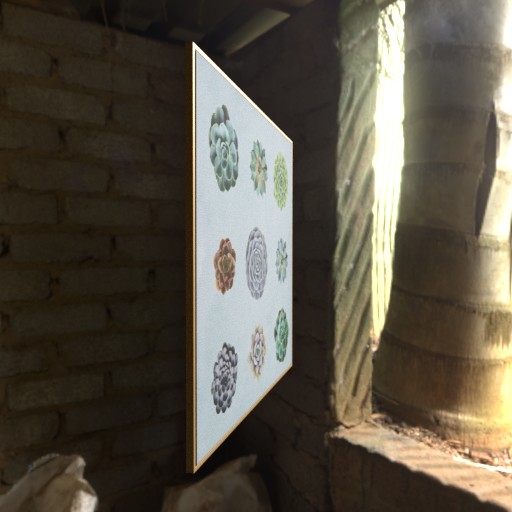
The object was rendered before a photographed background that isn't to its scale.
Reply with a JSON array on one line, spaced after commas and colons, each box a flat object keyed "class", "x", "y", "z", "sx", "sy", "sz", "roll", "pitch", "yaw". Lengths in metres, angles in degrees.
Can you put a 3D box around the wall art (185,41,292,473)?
[{"class": "wall art", "x": 0.000, "y": 0.000, "z": 0.986, "sx": 0.014, "sy": 0.655, "sz": 0.657, "roll": 0, "pitch": 1, "yaw": 18}]
